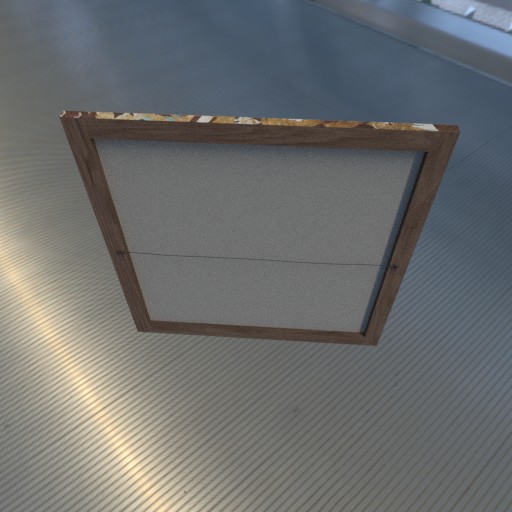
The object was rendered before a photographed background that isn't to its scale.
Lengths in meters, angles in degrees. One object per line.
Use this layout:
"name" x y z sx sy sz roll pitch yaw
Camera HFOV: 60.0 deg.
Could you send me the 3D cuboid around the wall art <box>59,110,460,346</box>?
"wall art" 0.000 0.000 1.123 0.757 0.762 0.028 3 48 3
